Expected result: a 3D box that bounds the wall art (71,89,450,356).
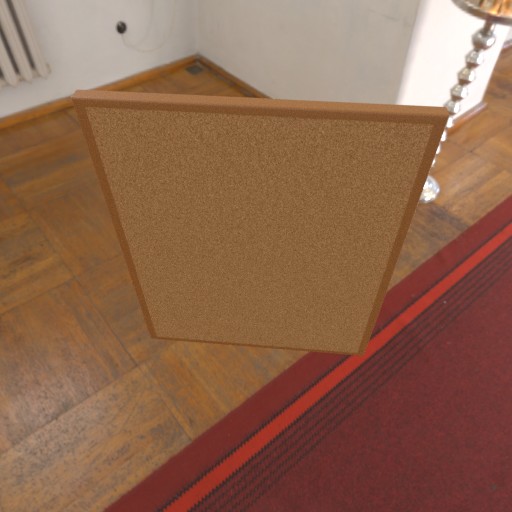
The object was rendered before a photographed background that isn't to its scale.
[{"bbox_3d":[0.000,0.000,0.738,0.452,0.553,0.022,4,48,4],"label":"wall art"}]
